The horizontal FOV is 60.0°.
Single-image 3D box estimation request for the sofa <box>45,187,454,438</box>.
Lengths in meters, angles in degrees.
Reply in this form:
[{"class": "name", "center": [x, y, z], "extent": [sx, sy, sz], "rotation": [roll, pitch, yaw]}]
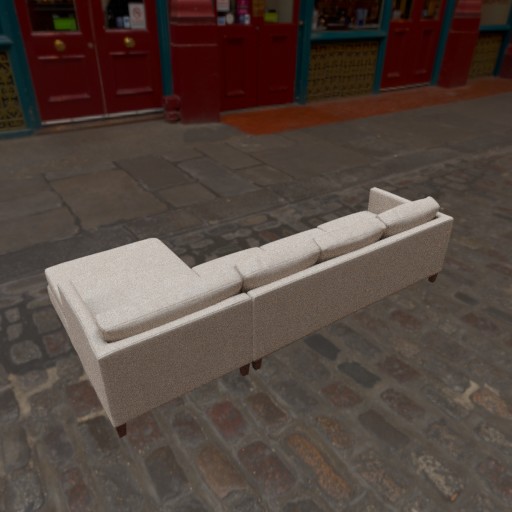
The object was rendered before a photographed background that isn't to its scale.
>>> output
[{"class": "sofa", "center": [0.000, 0.000, 3.863], "extent": [3.186, 0.846, 1.625], "rotation": [-19, 35, -29]}]
